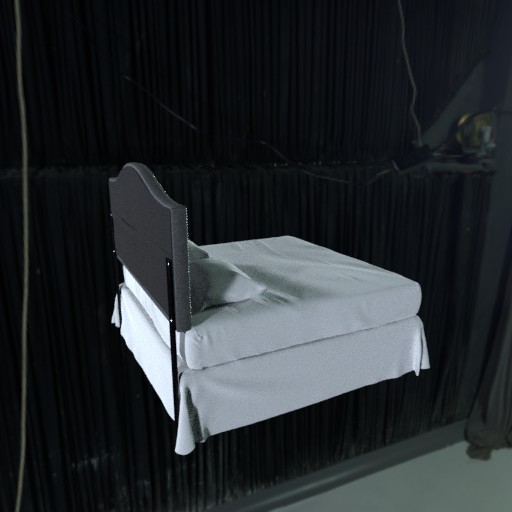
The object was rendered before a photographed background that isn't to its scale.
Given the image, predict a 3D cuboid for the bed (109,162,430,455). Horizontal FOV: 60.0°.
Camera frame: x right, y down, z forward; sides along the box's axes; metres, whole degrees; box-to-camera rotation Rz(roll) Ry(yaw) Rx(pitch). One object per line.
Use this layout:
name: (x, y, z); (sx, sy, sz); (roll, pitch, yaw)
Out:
bed: (0.000, 0.000, 3.876); (2.219, 1.651, 2.314); (-8, 17, -26)
